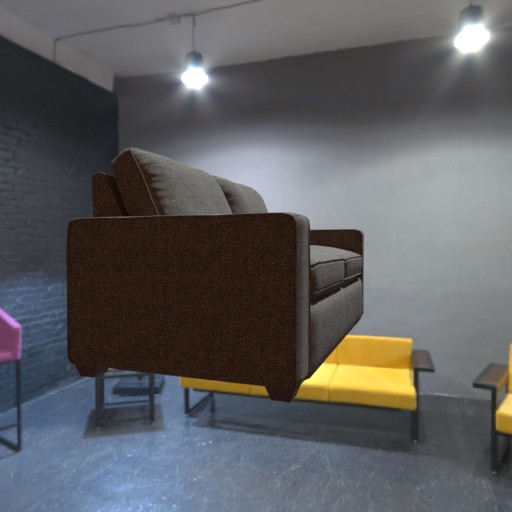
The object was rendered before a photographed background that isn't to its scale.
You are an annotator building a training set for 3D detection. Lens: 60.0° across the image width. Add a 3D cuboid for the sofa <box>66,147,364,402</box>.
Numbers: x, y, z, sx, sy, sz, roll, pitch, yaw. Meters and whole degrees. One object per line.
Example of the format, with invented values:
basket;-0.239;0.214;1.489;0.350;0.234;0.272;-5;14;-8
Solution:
sofa;0.000;0.000;2.323;0.947;0.918;1.709;0;1;21
